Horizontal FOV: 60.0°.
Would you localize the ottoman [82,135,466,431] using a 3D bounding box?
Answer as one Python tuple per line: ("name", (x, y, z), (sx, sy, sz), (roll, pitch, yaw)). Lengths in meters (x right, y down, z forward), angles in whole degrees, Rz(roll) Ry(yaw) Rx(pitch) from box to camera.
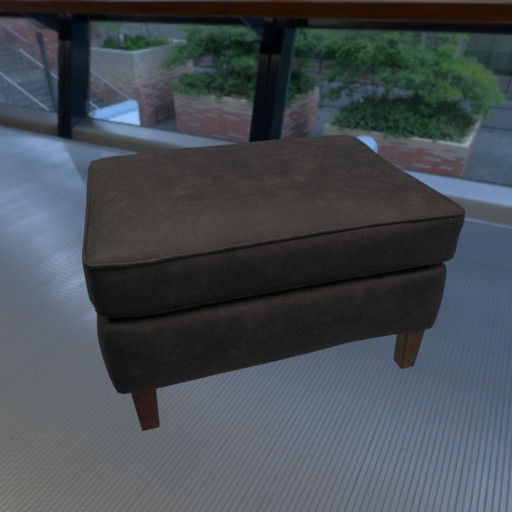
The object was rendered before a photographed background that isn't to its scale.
("ottoman", (0.000, 0.000, 0.973), (0.665, 0.413, 0.501), (-9, 33, -14))
